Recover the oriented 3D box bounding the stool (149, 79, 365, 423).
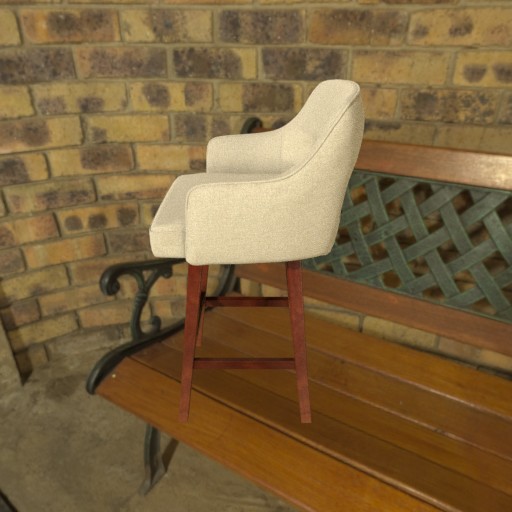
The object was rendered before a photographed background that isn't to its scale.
[{"bbox_3d":[0.000,0.000,1.423,0.560,1.041,0.550,0,28,0],"label":"stool"}]
